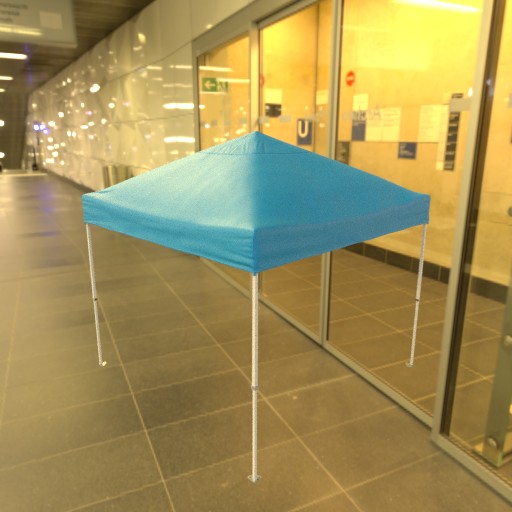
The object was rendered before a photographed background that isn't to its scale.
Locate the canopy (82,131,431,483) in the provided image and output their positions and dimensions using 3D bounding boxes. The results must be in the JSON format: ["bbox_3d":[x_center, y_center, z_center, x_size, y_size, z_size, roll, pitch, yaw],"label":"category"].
[{"bbox_3d":[0.000,0.000,5.515,2.996,2.997,2.998,-14,21,-43],"label":"canopy"}]
